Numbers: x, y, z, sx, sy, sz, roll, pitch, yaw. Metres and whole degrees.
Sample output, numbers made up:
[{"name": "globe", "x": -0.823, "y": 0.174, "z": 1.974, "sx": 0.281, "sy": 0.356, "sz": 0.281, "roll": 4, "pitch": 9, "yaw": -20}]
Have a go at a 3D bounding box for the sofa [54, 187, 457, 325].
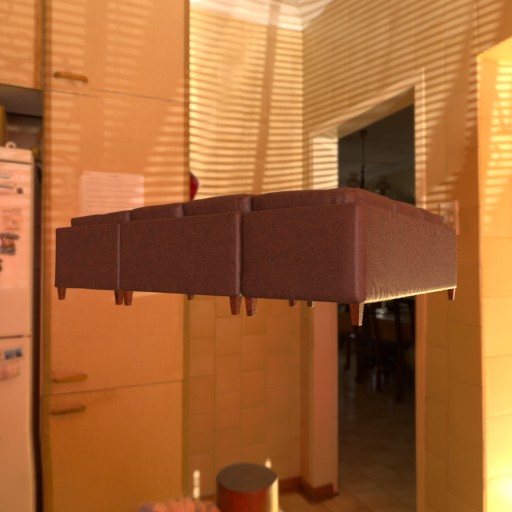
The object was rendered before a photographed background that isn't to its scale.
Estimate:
[{"name": "sofa", "x": 0.000, "y": 0.000, "z": 4.686, "sx": 3.460, "sy": 0.923, "sz": 2.593, "roll": -1, "pitch": -1, "yaw": 36}]
